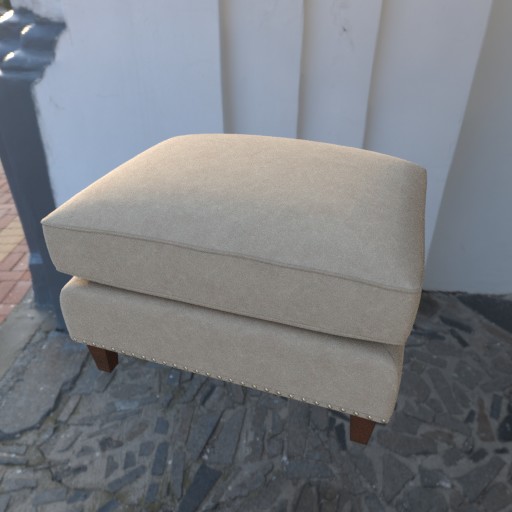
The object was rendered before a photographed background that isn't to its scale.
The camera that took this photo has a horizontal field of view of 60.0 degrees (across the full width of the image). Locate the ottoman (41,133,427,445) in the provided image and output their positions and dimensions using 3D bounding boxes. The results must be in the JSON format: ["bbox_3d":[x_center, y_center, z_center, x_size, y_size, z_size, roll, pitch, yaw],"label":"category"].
[{"bbox_3d":[0.000,0.000,1.102,0.741,0.513,0.584,10,34,16],"label":"ottoman"}]
